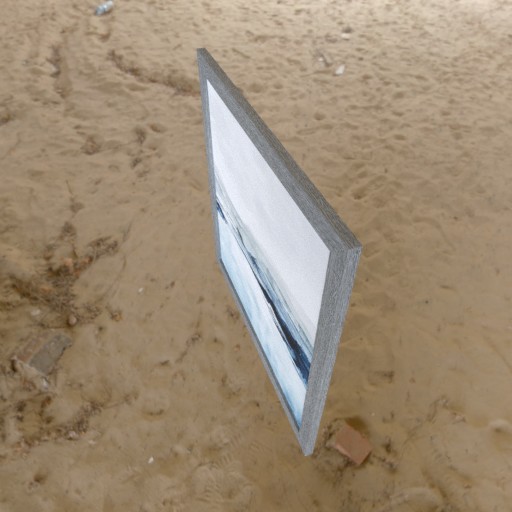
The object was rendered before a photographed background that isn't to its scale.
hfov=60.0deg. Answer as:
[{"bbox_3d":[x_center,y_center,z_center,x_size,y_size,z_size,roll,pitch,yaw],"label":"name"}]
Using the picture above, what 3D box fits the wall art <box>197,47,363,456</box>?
[{"bbox_3d":[0.000,0.000,1.019,0.020,0.685,0.685,-16,48,-15],"label":"wall art"}]
